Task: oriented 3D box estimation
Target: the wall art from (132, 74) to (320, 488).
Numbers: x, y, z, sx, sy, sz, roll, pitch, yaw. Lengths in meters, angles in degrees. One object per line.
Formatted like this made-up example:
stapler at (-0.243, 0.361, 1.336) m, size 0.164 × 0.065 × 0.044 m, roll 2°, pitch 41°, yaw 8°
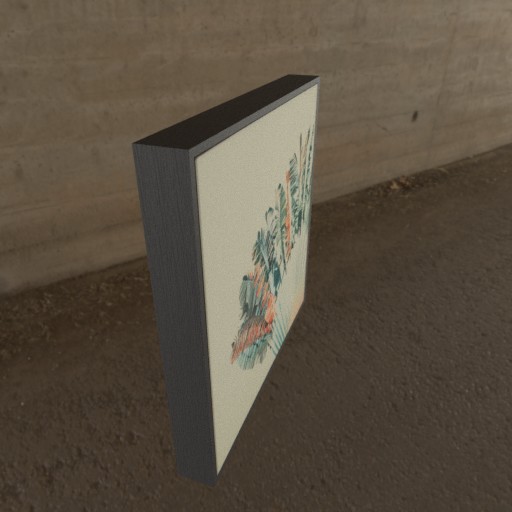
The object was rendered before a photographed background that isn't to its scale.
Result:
wall art at (0.000, 0.000, 0.443) m, size 0.036 × 0.300 × 0.302 m, roll 11°, pitch 31°, yaw 18°
